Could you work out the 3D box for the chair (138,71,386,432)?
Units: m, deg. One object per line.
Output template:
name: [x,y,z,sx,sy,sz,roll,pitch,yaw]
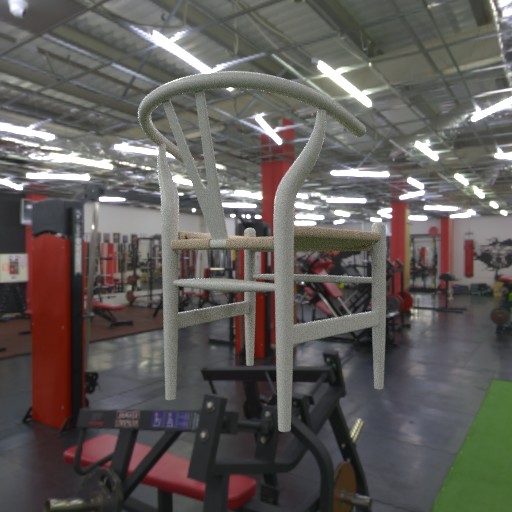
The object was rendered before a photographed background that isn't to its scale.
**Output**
chair: [0.000,0.000,1.141,0.569,0.730,0.579,0,0,36]
